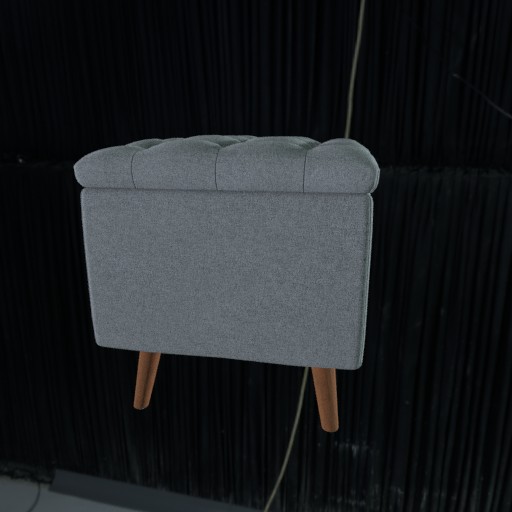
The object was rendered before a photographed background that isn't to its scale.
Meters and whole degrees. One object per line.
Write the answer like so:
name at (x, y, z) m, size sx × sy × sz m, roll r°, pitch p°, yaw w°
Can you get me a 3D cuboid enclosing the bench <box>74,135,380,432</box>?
bench at (0.000, 0.000, 0.894) m, size 0.417 × 0.469 × 0.572 m, roll 3°, pitch 15°, yaw 10°
